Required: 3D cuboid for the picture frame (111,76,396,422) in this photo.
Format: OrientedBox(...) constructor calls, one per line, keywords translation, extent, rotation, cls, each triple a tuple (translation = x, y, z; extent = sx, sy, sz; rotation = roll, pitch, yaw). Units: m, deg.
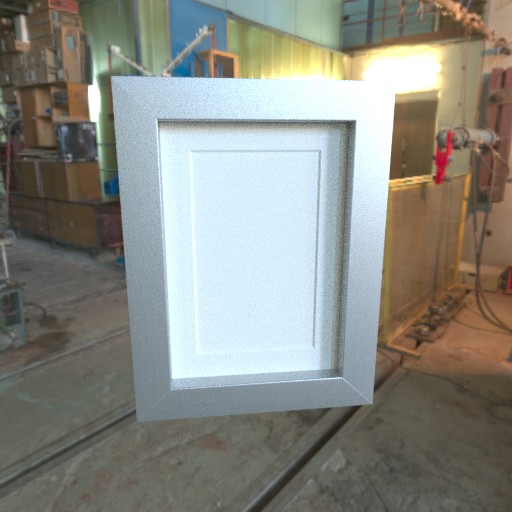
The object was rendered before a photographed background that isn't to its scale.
OrientedBox(translation=(0.000, 0.000, 0.281), extent=(0.157, 0.208, 0.028), rotation=(-2, 14, -7), cls="picture frame")
